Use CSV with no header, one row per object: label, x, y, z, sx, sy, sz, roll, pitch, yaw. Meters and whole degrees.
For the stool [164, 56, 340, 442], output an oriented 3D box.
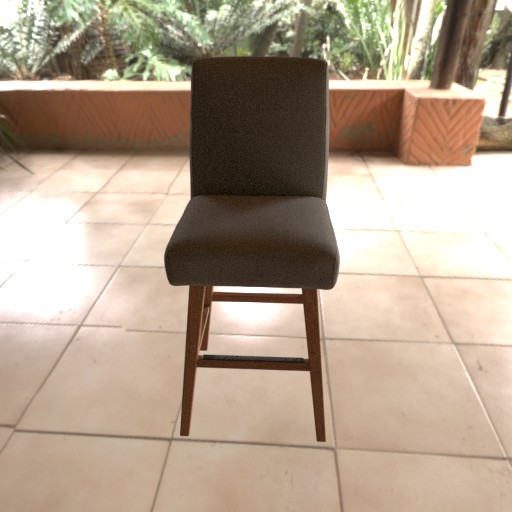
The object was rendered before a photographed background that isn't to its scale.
stool,0.000,0.000,1.402,0.483,1.112,0.570,1,29,2
